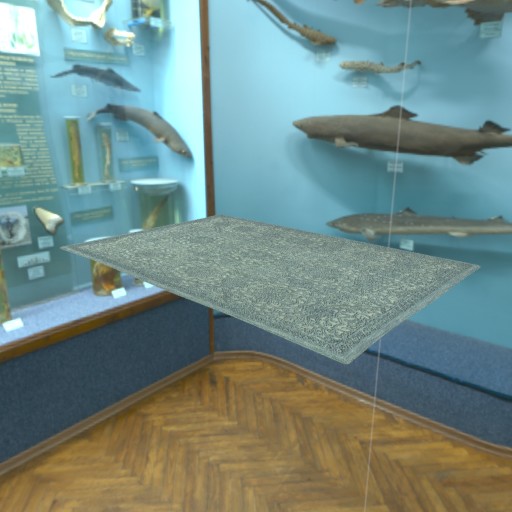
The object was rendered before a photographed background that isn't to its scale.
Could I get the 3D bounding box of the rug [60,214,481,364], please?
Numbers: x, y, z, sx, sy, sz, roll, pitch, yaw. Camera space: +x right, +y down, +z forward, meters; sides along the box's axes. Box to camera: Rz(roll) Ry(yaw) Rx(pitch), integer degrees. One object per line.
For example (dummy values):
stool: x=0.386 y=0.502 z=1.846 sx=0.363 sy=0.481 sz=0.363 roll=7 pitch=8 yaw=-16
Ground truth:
rug: x=0.000 y=0.000 z=2.296 sx=1.830 sy=0.016 sz=1.224 roll=15 pitch=22 yaw=40
